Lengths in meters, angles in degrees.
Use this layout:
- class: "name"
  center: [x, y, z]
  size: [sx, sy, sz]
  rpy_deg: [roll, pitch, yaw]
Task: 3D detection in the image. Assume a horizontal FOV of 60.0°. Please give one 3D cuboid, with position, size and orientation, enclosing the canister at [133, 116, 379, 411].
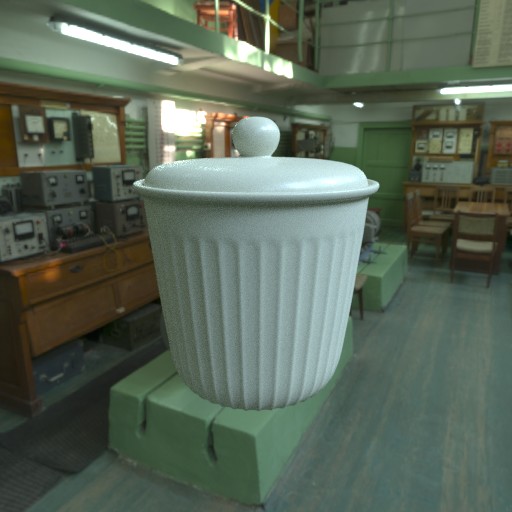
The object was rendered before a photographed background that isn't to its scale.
- class: "canister"
  center: [0.000, 0.000, 0.351]
  size: [0.181, 0.211, 0.181]
  rpy_deg: [0, 14, 0]
